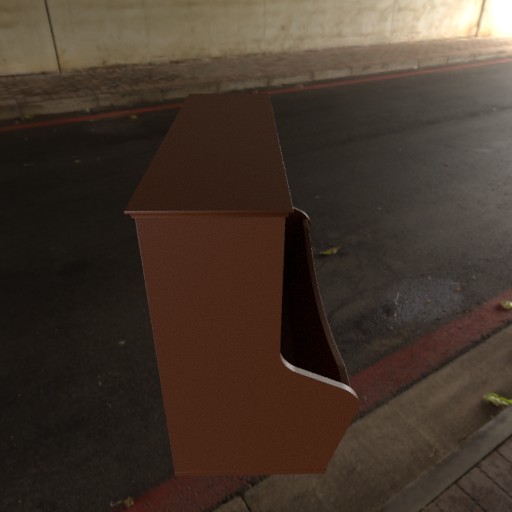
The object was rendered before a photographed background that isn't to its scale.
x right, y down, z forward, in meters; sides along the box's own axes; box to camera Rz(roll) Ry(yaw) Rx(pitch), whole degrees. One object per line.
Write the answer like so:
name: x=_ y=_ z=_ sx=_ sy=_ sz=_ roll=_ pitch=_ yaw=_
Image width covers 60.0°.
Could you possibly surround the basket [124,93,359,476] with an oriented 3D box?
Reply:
basket: x=0.000 y=0.000 z=1.110 sx=0.376 sy=0.625 sz=0.792 roll=-1 pitch=31 yaw=-1
